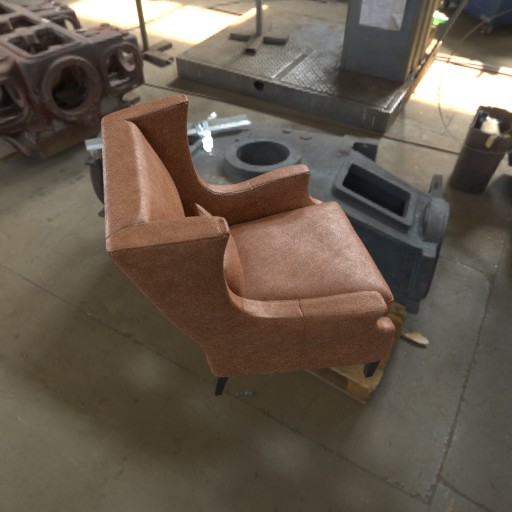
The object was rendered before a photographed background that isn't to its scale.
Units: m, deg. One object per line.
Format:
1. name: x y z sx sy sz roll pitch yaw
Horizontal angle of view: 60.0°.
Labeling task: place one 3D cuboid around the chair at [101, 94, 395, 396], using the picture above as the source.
1. chair: 0.000 0.000 1.721 0.926 1.016 0.853 -11 48 -10
